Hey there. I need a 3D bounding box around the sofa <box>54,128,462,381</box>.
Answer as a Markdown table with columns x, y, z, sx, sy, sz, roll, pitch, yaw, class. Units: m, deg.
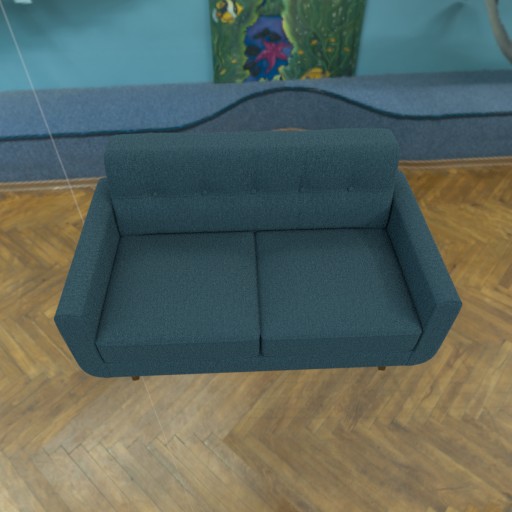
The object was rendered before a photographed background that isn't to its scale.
| x | y | z | sx | sy | sz | roll | pitch | yaw | class |
| --- | --- | --- | --- | --- | --- | --- | --- | --- | --- |
| 0.000 | 0.000 | 2.187 | 1.651 | 0.896 | 0.942 | -2 | 46 | -2 | sofa |
